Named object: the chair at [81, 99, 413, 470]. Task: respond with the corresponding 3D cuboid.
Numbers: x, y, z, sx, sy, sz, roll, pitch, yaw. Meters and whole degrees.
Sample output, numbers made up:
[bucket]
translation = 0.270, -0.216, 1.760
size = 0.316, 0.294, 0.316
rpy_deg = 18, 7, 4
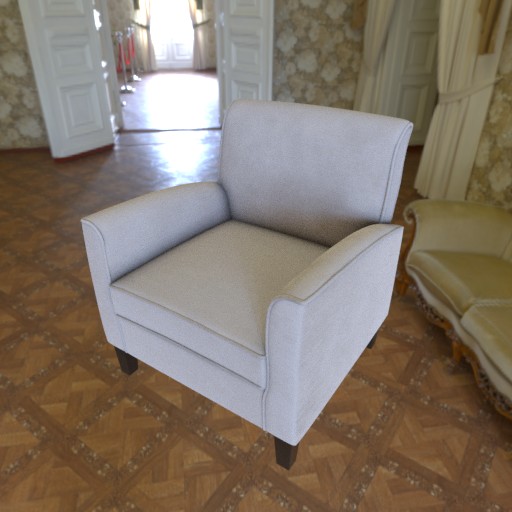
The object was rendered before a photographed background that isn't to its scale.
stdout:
[chair]
translation = 0.000, 0.000, 1.574
size = 0.820, 0.915, 0.821
rpy_deg = 19, 34, 29
